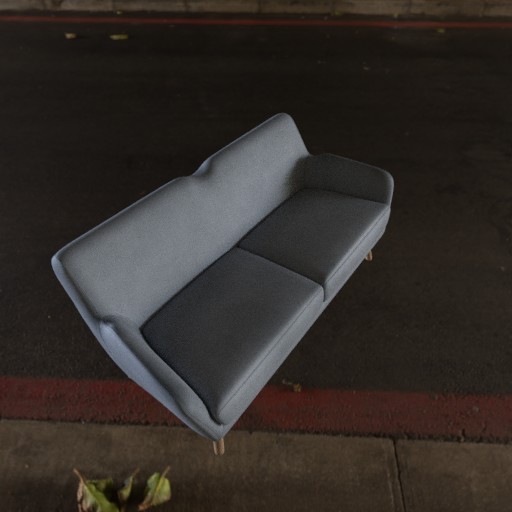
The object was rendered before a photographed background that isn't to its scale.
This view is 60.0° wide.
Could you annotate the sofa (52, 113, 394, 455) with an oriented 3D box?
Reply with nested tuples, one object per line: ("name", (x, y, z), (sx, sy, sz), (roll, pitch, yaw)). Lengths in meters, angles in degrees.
("sofa", (0.000, 0.000, 2.325), (0.850, 0.810, 1.870), (25, 47, 26))
